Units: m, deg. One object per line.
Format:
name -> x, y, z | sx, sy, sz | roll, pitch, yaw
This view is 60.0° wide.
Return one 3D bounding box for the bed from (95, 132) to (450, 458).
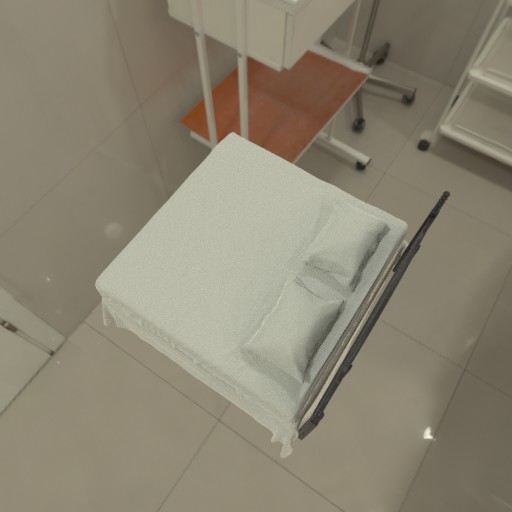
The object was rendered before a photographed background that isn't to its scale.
bed -> 0.000, 0.000, 3.776 | 2.219, 1.355, 2.322 | 31, 67, 15
